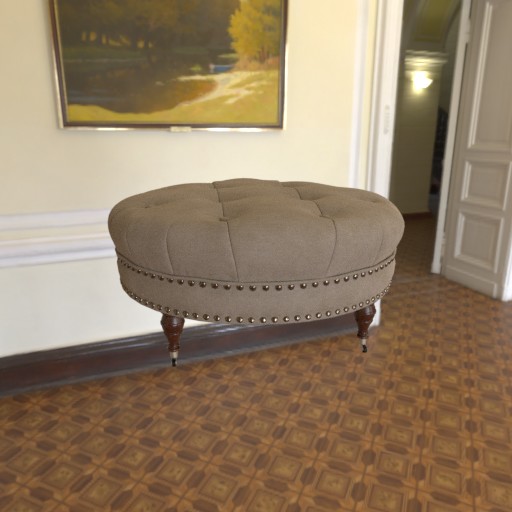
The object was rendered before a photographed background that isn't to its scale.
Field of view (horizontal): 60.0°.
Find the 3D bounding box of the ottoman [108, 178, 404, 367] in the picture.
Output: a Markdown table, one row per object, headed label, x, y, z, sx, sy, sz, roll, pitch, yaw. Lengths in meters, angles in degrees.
| label | x | y | z | sx | sy | sz | roll | pitch | yaw |
| --- | --- | --- | --- | --- | --- | --- | --- | --- | --- |
| ottoman | 0.000 | 0.000 | 1.427 | 0.901 | 0.439 | 0.901 | 0 | 16 | 0 |
